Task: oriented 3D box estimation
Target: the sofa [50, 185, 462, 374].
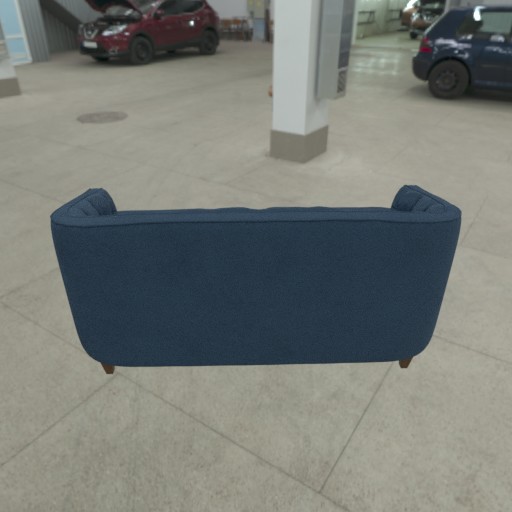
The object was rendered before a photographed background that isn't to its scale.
[{"bbox_3d":[0.000,0.000,2.234,1.733,0.854,0.941,-1,31,-1],"label":"sofa"}]
